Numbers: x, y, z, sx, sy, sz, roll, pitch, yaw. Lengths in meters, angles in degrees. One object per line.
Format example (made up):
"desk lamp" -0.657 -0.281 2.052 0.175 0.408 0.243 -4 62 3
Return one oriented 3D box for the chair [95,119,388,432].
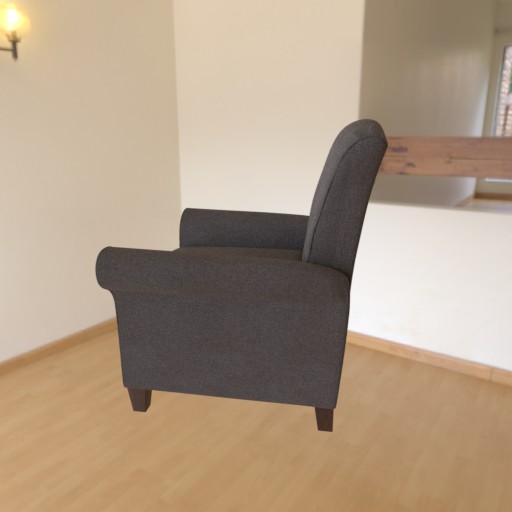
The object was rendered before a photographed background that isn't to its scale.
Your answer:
"chair" 0.000 0.000 1.807 0.905 1.061 0.978 3 15 9
